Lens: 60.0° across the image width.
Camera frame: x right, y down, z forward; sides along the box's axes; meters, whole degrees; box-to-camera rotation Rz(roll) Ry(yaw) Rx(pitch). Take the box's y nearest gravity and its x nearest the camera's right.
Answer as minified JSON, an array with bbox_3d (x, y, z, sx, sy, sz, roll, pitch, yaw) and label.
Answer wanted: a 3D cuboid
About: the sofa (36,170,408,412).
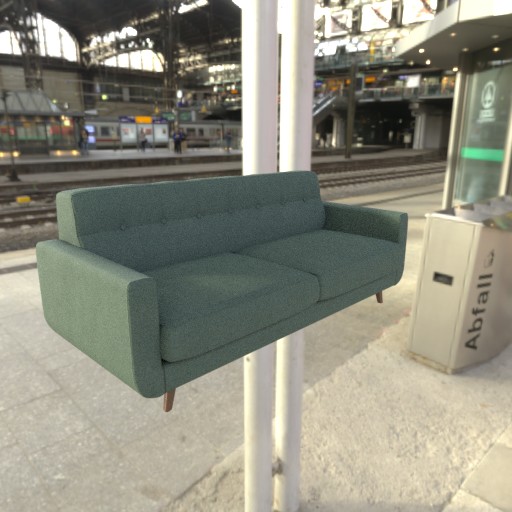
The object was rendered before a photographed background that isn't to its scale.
[{"bbox_3d":[0.000,0.000,2.489,0.909,0.841,2.029,14,21,43],"label":"sofa"}]
